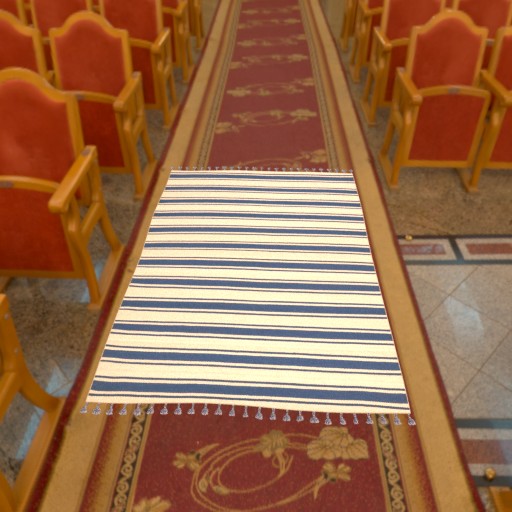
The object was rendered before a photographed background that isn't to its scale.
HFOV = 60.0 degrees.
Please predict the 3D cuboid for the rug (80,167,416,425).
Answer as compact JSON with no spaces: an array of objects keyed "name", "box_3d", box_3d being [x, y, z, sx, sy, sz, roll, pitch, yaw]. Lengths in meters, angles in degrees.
[{"name":"rug","box_3d":[0.000,0.000,2.897,1.544,0.010,2.315,2,41,2]}]
